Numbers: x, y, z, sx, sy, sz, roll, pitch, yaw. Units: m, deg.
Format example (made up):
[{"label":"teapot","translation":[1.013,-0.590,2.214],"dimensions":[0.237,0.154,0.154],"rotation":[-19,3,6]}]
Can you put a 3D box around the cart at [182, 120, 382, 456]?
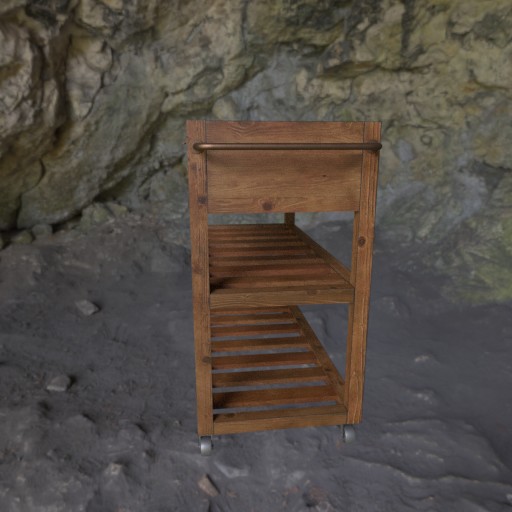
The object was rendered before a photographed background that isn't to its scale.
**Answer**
[{"label":"cart","translation":[0.000,0.000,1.495],"dimensions":[0.445,0.830,1.065],"rotation":[-2,14,-7]}]
